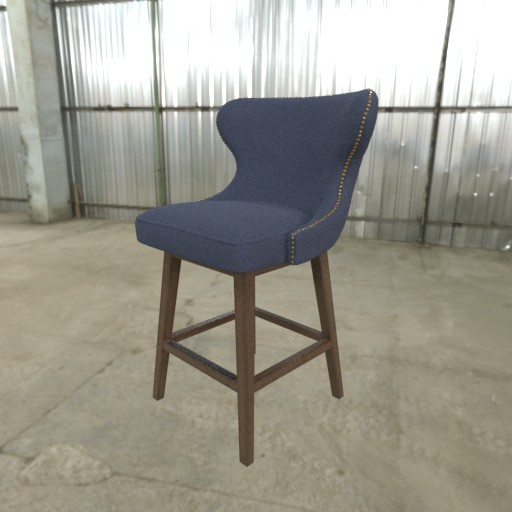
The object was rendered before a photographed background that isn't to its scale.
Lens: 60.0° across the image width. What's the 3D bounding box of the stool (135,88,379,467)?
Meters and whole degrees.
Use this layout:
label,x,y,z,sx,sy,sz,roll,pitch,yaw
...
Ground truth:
label,x,y,z,sx,sy,sz,roll,pitch,yaw
stool,0.000,0.000,1.378,0.615,0.972,0.597,15,22,43
